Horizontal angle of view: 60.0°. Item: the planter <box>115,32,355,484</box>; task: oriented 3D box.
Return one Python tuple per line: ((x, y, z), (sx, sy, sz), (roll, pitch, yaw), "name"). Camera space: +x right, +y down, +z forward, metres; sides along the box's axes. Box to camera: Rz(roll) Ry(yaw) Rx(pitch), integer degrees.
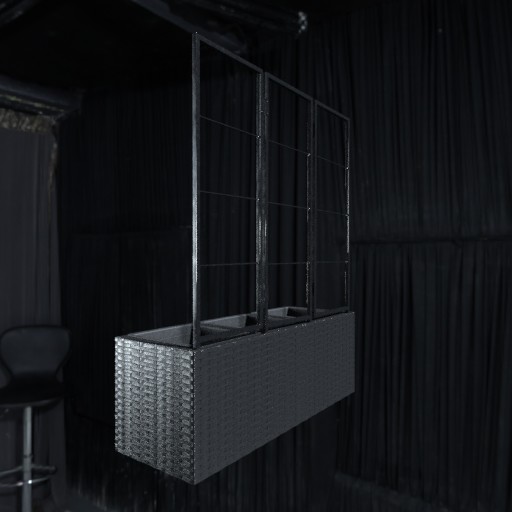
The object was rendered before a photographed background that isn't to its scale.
((0.000, 0.000, 1.162), (0.244, 0.841, 0.698), (0, 0, 37), "planter")
